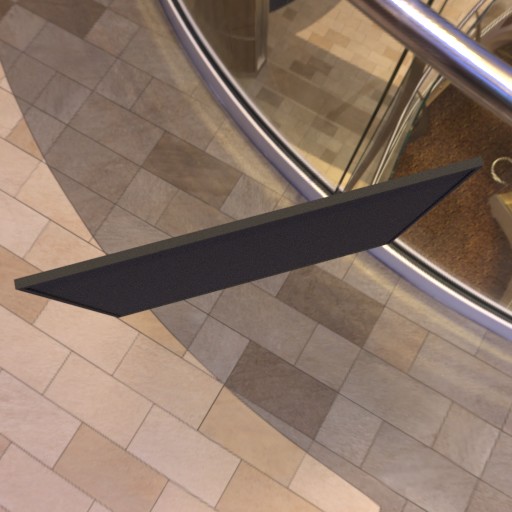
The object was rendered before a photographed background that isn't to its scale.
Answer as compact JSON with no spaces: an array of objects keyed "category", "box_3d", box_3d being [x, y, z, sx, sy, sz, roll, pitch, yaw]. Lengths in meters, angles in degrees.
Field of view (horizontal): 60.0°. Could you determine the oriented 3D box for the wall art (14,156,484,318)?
[{"category":"wall art","box_3d":[0.000,0.000,1.479,1.190,0.805,0.028,-15,78,-3]}]
